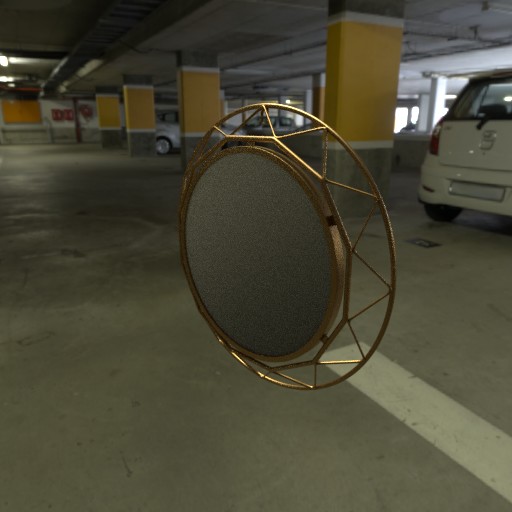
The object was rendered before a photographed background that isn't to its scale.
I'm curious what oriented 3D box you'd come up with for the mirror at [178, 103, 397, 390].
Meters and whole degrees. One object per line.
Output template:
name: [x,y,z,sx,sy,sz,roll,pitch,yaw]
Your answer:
mirror: [0.000,0.000,0.695,0.454,0.454,0.043,16,23,42]
